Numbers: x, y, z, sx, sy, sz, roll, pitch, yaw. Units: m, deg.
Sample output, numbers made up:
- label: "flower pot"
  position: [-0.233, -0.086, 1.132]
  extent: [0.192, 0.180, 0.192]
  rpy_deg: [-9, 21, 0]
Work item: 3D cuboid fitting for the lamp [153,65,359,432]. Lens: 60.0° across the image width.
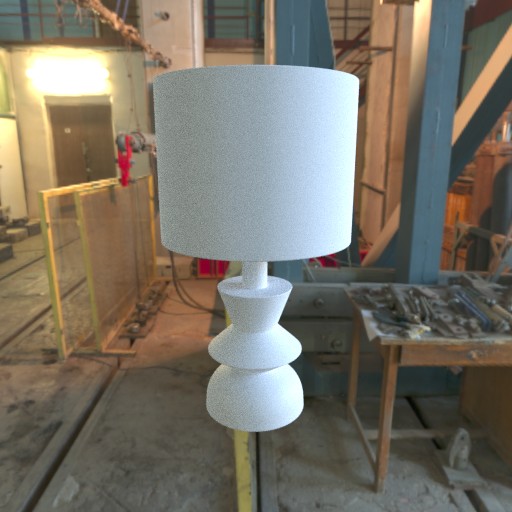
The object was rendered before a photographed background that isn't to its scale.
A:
- label: "lamp"
  position: [0.000, 0.000, 0.726]
  extent: [0.301, 0.533, 0.301]
  rpy_deg: [13, 19, 43]
